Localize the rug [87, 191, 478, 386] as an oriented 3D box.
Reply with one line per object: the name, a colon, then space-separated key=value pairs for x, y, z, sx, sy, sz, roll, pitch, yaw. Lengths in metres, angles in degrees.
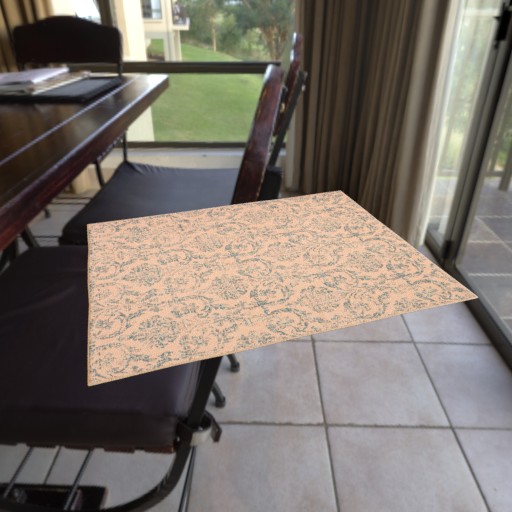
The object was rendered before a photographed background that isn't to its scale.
rug: x=0.000 y=0.000 z=4.119 sx=2.980 sy=0.012 sz=2.363 roll=-10 pitch=32 yaw=-16
